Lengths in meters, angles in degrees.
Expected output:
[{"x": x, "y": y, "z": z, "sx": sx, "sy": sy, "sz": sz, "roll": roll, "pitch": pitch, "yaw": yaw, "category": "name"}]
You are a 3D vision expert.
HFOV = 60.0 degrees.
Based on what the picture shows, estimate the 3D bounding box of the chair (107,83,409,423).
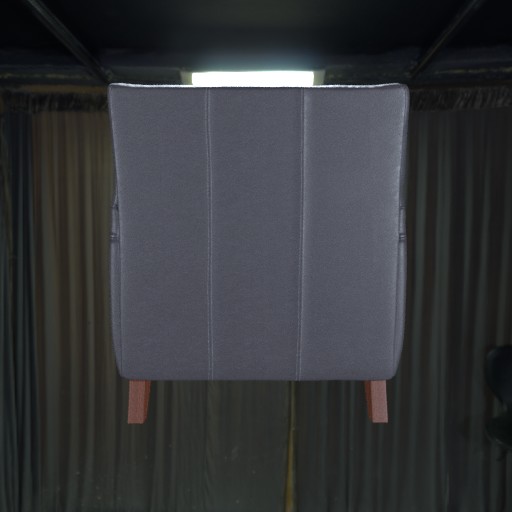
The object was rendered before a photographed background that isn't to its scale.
[{"x": 0.000, "y": 0.000, "z": 1.574, "sx": 0.870, "sy": 0.943, "sz": 0.825, "roll": 0, "pitch": 0, "yaw": -1, "category": "chair"}]
